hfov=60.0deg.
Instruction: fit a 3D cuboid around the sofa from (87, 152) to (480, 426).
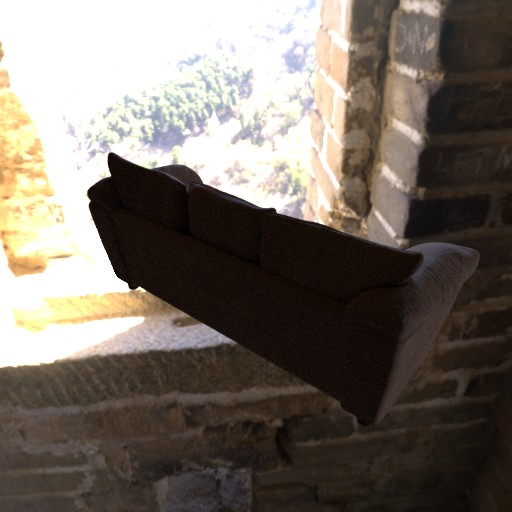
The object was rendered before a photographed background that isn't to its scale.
[{"bbox_3d":[0.000,0.000,2.768,2.336,1.015,0.878,23,37,33],"label":"sofa"}]
